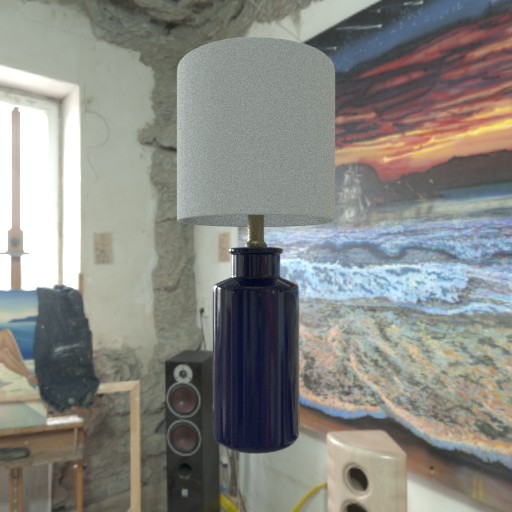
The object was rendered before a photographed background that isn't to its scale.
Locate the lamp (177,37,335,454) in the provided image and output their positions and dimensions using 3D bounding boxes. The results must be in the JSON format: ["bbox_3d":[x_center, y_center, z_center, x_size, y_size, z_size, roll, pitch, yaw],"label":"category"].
[{"bbox_3d":[0.000,0.000,0.603,0.212,0.493,0.212,0,0,20],"label":"lamp"}]
